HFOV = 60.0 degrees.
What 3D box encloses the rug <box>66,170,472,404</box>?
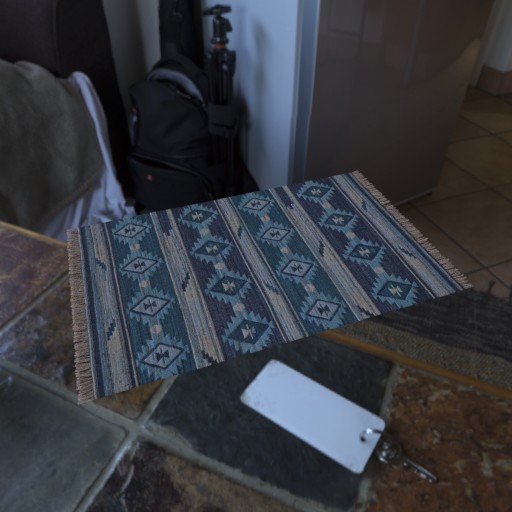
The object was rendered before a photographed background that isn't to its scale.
[{"bbox_3d":[0.000,0.000,2.408,1.936,0.028,1.181,-13,44,-15],"label":"rug"}]
